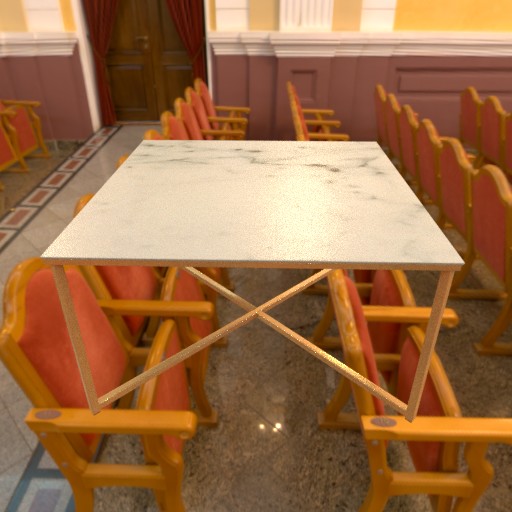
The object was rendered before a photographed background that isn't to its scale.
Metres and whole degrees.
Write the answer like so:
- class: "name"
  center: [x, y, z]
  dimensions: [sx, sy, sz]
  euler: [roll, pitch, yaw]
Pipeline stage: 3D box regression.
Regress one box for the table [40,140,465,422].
- class: "table"
  center: [0.000, 0.000, 1.292]
  dimensions: [0.800, 0.450, 0.800]
  euler: [1, 30, 1]
